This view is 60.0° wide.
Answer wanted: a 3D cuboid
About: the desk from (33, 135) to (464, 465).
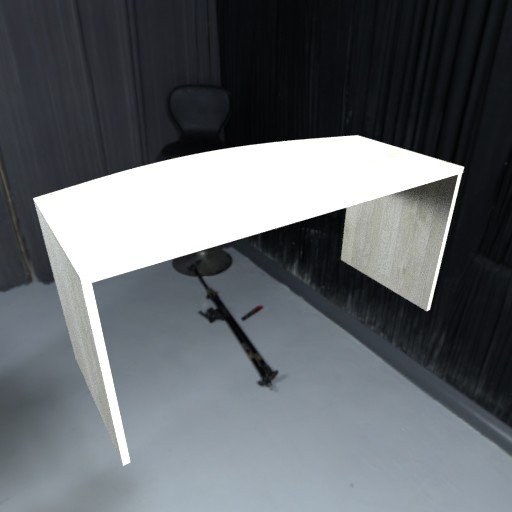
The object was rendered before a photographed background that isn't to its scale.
[{"bbox_3d":[0.000,0.000,1.983,1.600,0.752,0.802,-18,34,-29],"label":"desk"}]
